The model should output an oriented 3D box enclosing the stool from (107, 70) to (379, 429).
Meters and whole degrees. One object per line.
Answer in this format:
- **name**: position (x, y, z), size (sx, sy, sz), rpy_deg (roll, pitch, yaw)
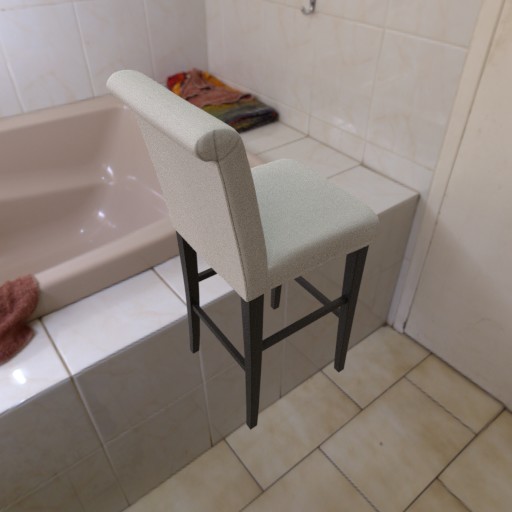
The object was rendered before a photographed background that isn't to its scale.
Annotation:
- **stool**: position (0.000, 0.000, 1.417), size (0.597, 1.124, 0.452), rpy_deg (-24, 45, -27)
